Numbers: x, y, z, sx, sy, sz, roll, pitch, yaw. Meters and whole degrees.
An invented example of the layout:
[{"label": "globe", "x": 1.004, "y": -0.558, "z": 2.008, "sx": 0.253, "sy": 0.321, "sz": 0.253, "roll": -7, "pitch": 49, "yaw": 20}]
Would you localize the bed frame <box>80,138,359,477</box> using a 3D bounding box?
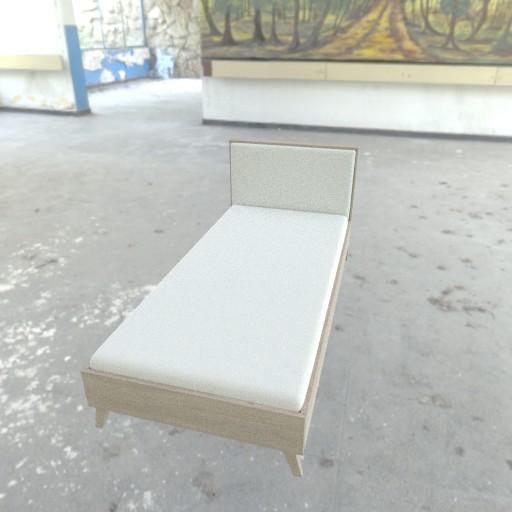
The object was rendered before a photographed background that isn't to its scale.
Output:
[{"label": "bed frame", "x": 0.000, "y": 0.000, "z": 2.681, "sx": 0.990, "sy": 0.920, "sz": 2.140, "roll": 7, "pitch": 28, "yaw": 14}]
